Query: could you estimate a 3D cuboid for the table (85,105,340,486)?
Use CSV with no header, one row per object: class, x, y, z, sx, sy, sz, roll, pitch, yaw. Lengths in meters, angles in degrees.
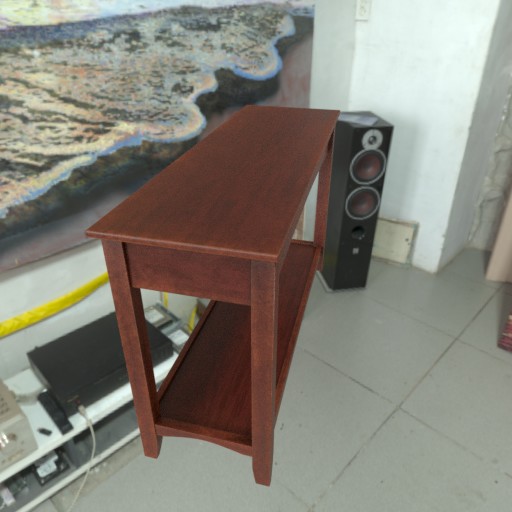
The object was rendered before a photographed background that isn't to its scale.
table,0.000,0.000,1.512,0.392,0.739,1.188,8,31,12
